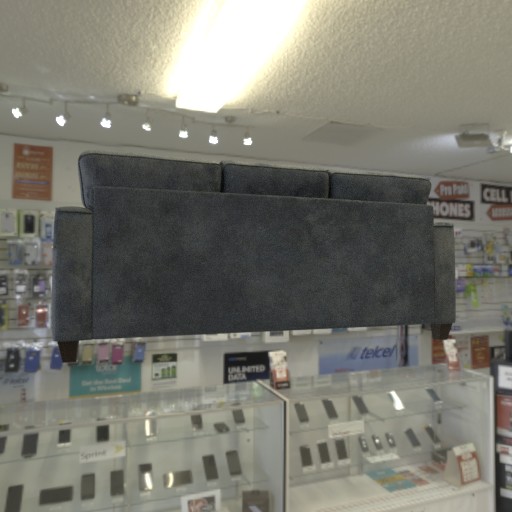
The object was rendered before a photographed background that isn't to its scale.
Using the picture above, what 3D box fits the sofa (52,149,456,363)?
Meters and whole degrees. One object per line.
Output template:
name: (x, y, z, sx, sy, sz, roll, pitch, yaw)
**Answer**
sofa: (0.000, 0.000, 2.636, 2.133, 0.965, 0.939, 1, -2, -18)
